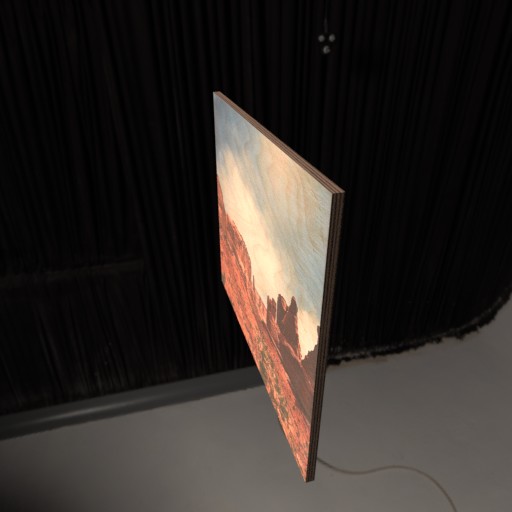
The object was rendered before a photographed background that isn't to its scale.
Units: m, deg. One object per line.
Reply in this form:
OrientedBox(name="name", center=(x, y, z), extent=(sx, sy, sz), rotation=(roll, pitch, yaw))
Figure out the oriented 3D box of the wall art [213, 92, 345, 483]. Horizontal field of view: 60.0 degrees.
OrientedBox(name="wall art", center=(0.000, 0.000, 0.694), extent=(0.013, 0.406, 0.508), rotation=(-8, 31, -14))
